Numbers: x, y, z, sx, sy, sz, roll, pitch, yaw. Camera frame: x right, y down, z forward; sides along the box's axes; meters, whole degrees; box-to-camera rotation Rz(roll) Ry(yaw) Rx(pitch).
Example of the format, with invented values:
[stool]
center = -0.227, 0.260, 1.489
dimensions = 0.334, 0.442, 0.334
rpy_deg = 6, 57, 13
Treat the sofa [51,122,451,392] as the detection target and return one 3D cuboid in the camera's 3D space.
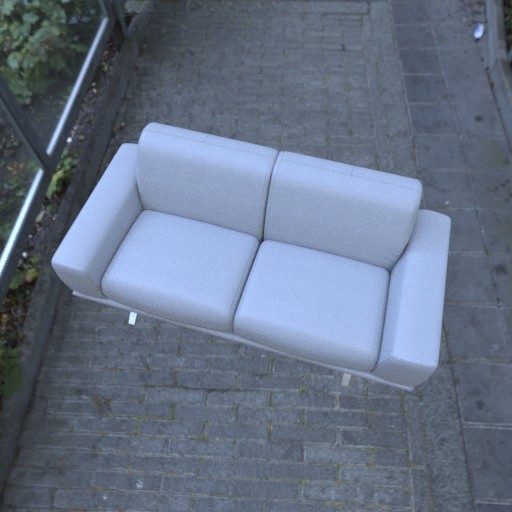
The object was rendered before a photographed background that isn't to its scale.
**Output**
[sofa]
center = 0.000, 0.000, 2.385
dimensions = 1.901, 0.772, 0.900
rpy_deg = 14, 60, 8
